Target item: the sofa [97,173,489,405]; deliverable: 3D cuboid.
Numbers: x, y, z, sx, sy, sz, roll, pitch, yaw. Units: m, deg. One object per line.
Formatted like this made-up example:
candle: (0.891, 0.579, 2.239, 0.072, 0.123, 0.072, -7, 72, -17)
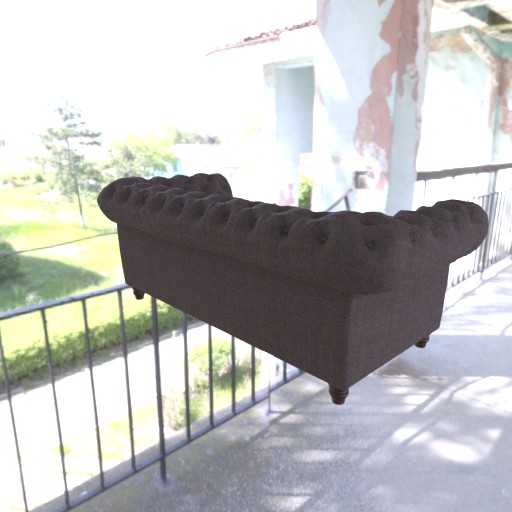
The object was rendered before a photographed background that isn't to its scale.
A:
sofa: (0.000, 0.000, 2.426, 0.944, 0.780, 2.048, -15, 21, -42)
